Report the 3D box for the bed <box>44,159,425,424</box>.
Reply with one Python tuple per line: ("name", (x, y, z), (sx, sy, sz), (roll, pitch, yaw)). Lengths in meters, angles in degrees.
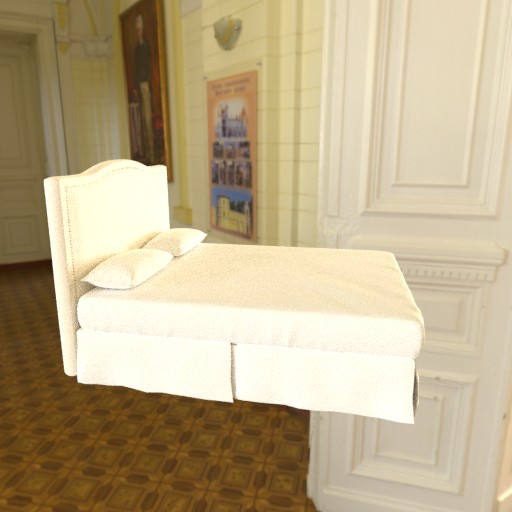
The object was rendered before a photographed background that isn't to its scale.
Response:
("bed", (0.000, 0.000, 3.406), (2.282, 1.436, 1.821), (3, 14, 11))
